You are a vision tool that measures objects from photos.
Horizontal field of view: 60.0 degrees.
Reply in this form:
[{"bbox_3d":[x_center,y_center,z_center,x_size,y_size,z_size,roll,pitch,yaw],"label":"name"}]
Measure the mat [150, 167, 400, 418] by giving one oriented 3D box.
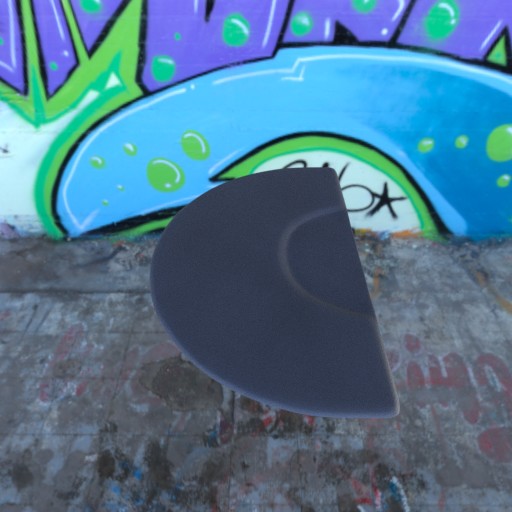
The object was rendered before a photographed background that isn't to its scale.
[{"bbox_3d":[0.000,0.000,1.954,0.917,0.016,1.525,0,42,0],"label":"mat"}]
